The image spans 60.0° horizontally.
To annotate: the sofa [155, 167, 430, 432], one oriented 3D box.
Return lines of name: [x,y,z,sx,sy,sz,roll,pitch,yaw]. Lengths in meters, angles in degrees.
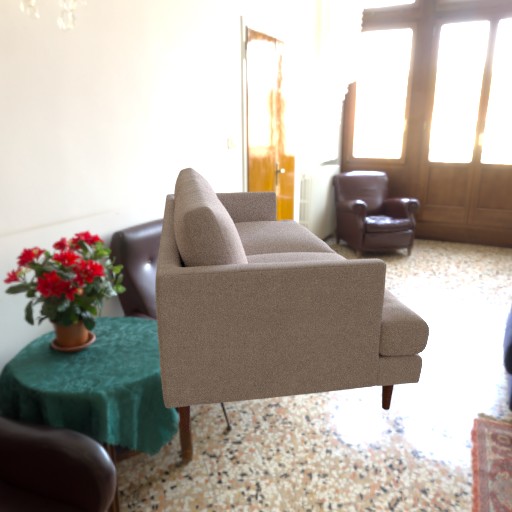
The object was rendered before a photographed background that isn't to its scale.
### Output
sofa: [0.000,0.000,2.510,1.020,0.868,1.948,-3,16,-10]
